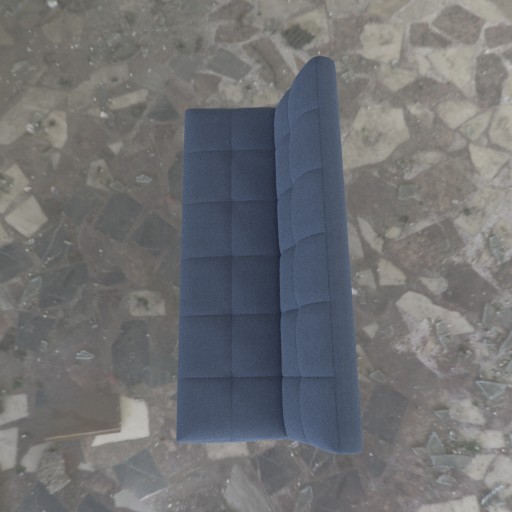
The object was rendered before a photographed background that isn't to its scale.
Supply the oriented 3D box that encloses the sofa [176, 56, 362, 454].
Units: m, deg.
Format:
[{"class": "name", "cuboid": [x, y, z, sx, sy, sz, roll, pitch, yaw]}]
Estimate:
[{"class": "sofa", "cuboid": [0.000, 0.000, 2.263, 0.796, 0.800, 1.800, -1, 75, 0]}]
